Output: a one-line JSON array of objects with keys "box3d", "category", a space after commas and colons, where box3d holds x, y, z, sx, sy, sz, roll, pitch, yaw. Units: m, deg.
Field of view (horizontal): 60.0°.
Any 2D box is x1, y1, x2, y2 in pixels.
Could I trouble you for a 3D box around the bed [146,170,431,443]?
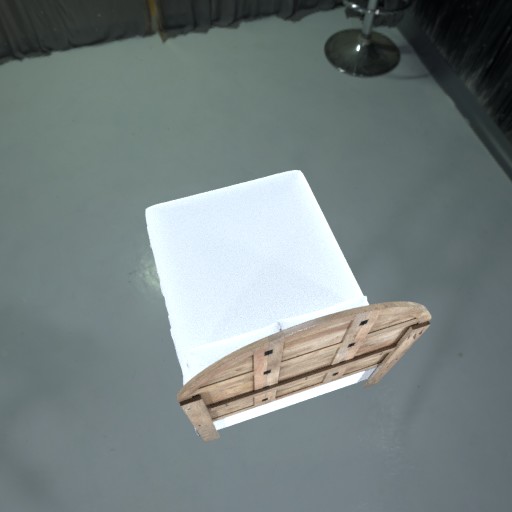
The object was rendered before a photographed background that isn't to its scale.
[{"box3d": [0.000, 0.000, 3.528, 1.713, 2.002, 2.112, -16, 61, -9], "category": "bed"}]
